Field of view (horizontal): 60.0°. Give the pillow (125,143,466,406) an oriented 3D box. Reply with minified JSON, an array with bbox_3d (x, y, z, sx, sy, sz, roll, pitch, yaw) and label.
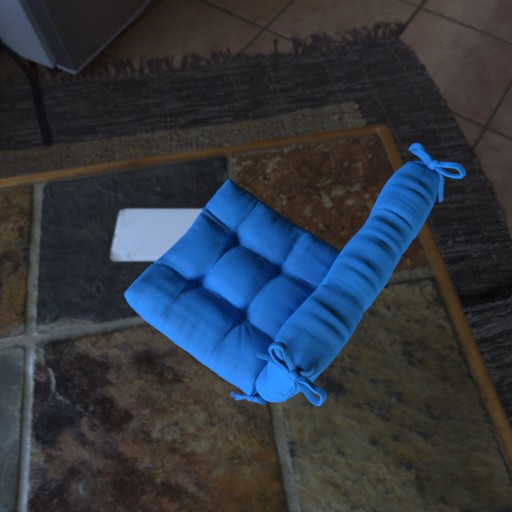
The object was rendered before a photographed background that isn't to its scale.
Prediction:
[{"bbox_3d":[0.000,0.000,1.017,0.571,0.605,0.519,33,69,15],"label":"pillow"}]
